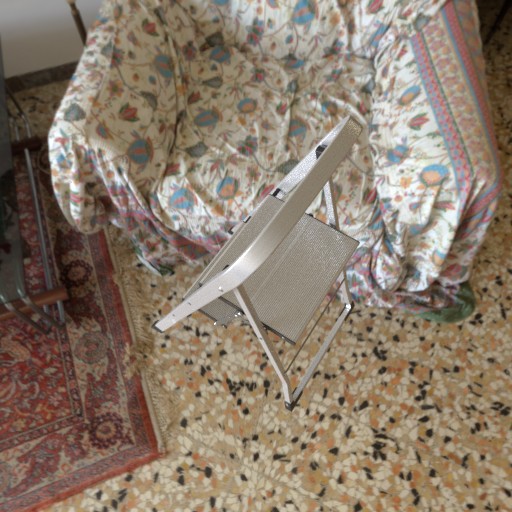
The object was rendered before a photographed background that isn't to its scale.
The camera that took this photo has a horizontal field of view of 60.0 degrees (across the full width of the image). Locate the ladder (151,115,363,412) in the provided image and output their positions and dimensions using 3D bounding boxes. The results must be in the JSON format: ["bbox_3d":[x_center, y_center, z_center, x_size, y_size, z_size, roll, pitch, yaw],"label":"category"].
[{"bbox_3d":[0.000,0.000,1.127,0.530,0.830,0.465,30,66,15],"label":"ladder"}]
